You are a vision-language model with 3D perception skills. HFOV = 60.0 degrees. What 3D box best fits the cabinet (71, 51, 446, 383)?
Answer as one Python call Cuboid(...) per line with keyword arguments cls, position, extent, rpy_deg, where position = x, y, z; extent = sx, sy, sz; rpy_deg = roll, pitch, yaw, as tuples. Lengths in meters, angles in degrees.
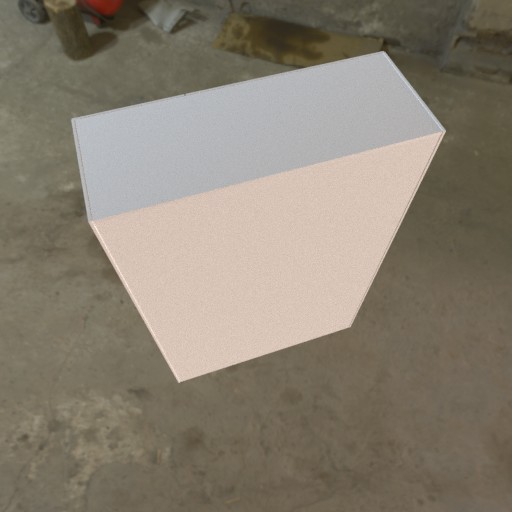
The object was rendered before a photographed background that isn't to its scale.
Cuboid(cls="cabinet", position=(0.000, 0.000, 2.455), extent=(1.290, 1.910, 0.510), rpy_deg=(-16, 60, -9))
